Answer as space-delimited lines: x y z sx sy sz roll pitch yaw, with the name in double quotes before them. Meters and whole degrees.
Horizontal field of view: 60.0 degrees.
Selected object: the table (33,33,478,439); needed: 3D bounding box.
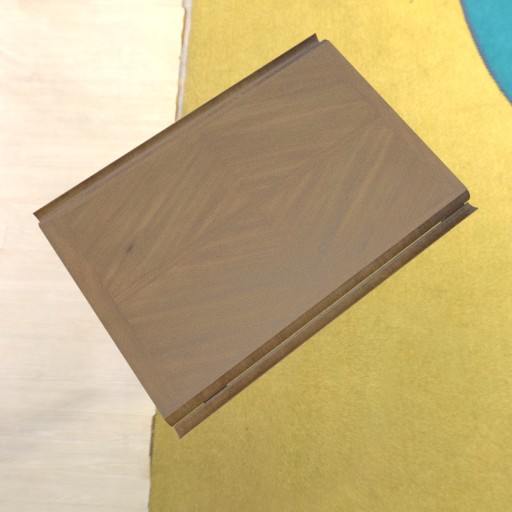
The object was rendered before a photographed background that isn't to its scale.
"table" 0.000 0.000 1.638 0.967 0.981 0.701 -36 78 -9
